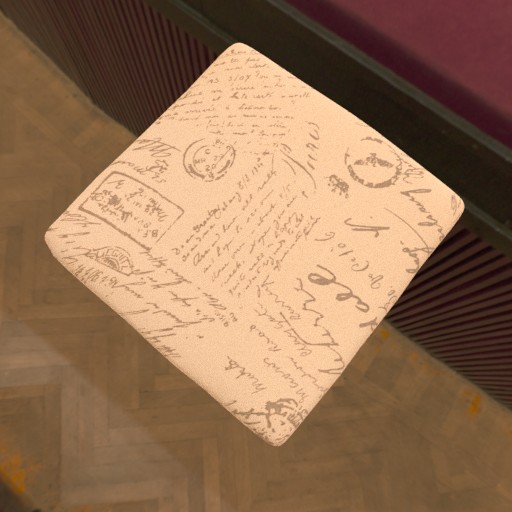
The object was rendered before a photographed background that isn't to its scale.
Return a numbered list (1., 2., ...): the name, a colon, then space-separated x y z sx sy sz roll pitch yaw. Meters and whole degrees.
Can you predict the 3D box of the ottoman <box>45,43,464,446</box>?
1. ottoman: 0.000 0.000 0.825 0.449 0.457 0.450 39 79 9
